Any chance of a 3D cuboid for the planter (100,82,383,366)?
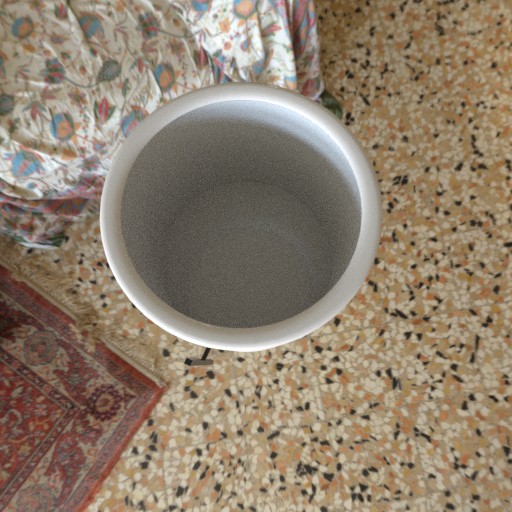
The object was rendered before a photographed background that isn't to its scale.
[{"bbox_3d":[0.000,0.000,0.644,0.308,0.431,0.307,-1,77,0],"label":"planter"}]
